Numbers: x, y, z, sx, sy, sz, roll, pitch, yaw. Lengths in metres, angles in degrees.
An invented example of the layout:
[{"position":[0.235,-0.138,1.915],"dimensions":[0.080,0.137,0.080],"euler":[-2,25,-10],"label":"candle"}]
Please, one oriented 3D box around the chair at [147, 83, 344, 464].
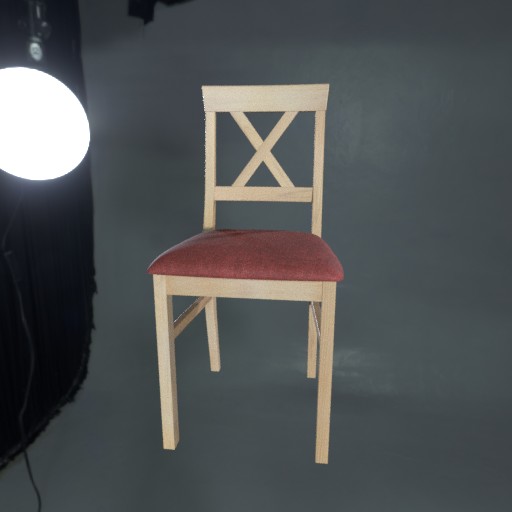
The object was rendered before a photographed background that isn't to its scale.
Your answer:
[{"position":[0.000,0.000,1.189],"dimensions":[0.439,0.912,0.492],"euler":[2,15,7],"label":"chair"}]
